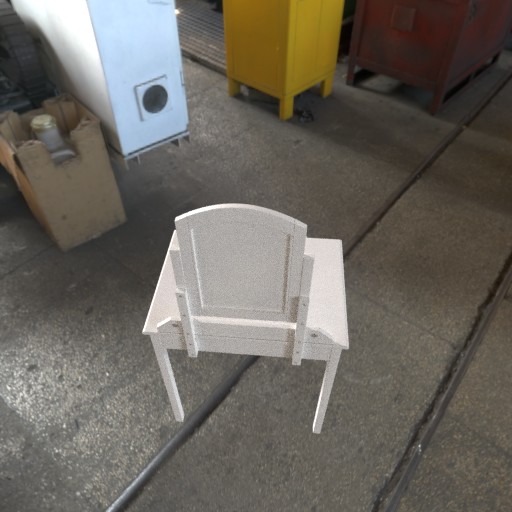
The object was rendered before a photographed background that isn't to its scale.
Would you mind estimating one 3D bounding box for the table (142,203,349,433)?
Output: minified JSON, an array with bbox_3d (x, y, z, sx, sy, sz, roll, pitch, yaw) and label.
[{"bbox_3d":[0.000,0.000,2.333,0.876,1.631,1.211,4,46,3],"label":"table"}]
